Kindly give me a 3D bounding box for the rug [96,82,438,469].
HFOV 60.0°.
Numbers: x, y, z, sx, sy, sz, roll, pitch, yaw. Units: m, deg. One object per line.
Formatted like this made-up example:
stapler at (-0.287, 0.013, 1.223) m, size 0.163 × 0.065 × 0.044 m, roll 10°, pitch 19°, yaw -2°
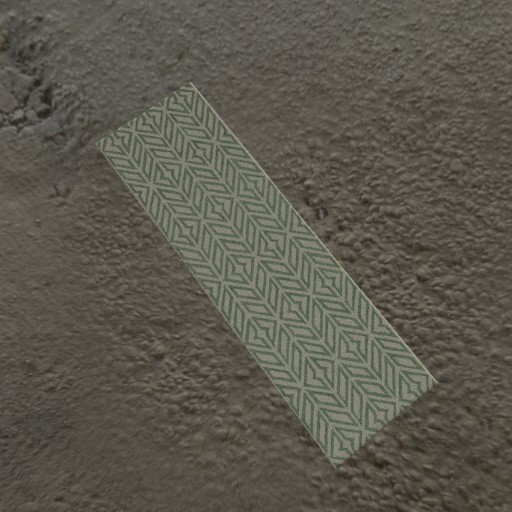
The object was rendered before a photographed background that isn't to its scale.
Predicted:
rug at (0.000, 0.000, 2.688) m, size 0.750 × 0.009 × 2.435 m, roll -36°, pitch 79°, yaw -8°
